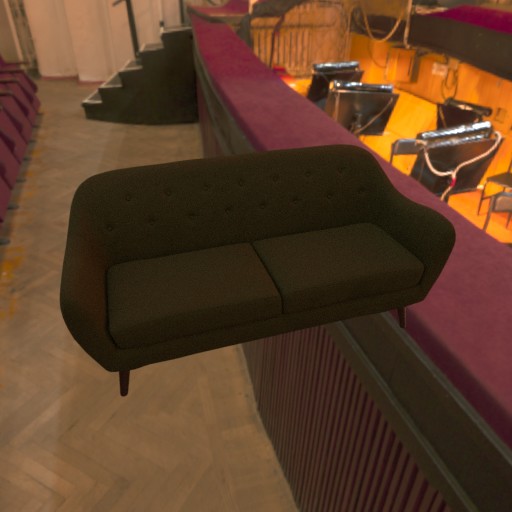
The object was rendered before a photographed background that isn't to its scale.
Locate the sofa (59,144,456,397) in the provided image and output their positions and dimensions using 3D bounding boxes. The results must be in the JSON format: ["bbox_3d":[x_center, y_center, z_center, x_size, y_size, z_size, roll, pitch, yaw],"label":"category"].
[{"bbox_3d":[0.000,0.000,2.318,1.840,0.836,0.820,-10,34,-15],"label":"sofa"}]
